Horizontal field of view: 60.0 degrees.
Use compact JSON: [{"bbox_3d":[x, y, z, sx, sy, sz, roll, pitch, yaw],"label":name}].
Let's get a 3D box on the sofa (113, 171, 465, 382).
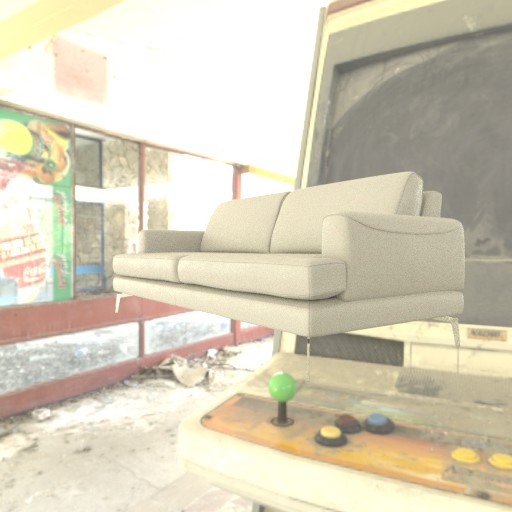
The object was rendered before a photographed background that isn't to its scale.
[{"bbox_3d":[0.000,0.000,2.433,0.974,0.765,1.940,-1,1,-36],"label":"sofa"}]
